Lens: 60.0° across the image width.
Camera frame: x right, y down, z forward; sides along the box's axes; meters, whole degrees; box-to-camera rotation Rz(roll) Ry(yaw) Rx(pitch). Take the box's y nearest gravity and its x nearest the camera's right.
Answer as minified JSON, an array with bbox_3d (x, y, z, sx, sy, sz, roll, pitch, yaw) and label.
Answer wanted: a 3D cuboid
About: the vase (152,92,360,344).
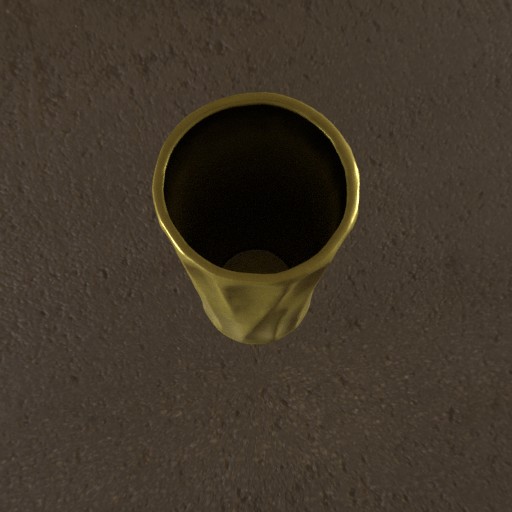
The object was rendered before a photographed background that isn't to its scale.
[{"bbox_3d":[0.000,0.000,0.178,0.061,0.143,0.061,0,75,0],"label":"vase"}]
